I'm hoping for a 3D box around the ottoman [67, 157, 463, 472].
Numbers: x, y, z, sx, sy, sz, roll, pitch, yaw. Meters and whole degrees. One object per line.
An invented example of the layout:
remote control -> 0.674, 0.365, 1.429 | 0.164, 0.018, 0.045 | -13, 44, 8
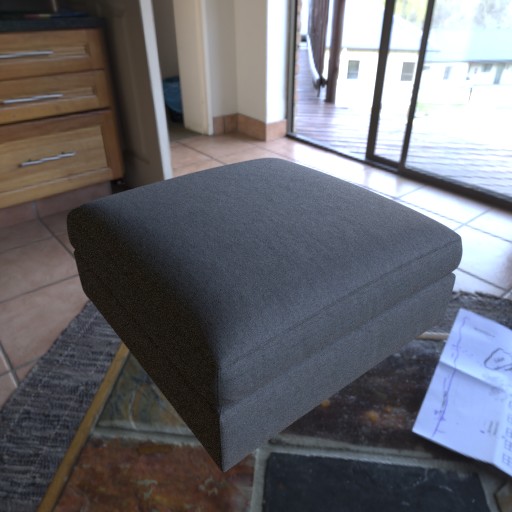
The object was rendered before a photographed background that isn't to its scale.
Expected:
ottoman -> 0.000, 0.000, 1.633 | 1.041, 0.470, 1.041 | -22, 37, -32
